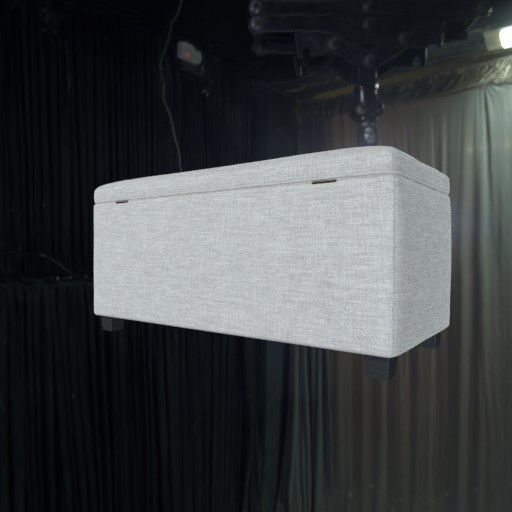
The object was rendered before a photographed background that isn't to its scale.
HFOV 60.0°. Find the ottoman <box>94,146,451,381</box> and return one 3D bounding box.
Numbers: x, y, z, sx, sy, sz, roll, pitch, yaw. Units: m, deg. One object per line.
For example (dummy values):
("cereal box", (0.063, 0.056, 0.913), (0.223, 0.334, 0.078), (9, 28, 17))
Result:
("ottoman", (0.000, 0.000, 1.176), (0.902, 0.432, 0.419), (1, 1, 36))
